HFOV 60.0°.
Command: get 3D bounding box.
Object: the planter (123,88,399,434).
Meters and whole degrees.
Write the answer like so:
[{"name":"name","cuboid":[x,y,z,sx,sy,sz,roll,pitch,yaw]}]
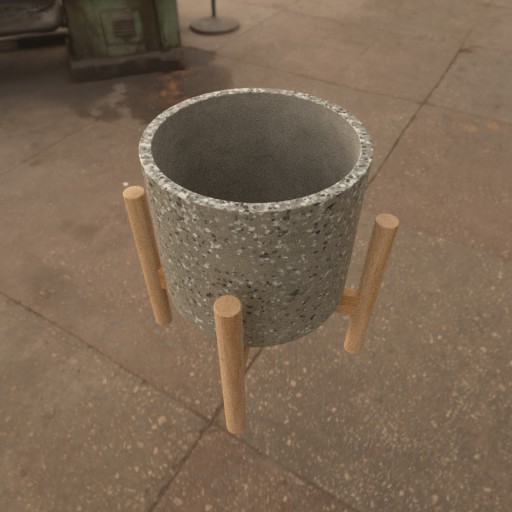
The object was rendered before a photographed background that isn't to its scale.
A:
[{"name":"planter","cuboid":[0.000,0.000,0.539,0.284,0.320,0.284,24,50,22]}]
